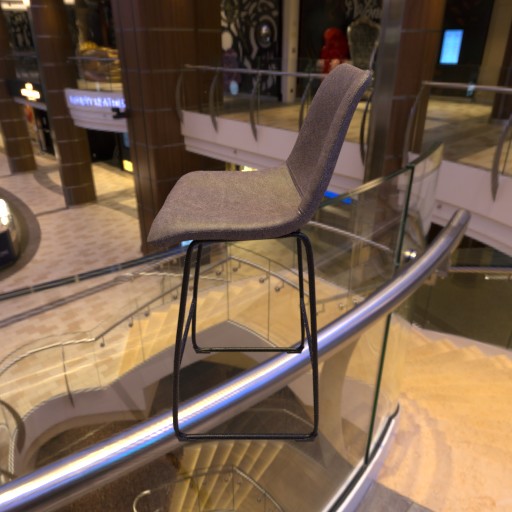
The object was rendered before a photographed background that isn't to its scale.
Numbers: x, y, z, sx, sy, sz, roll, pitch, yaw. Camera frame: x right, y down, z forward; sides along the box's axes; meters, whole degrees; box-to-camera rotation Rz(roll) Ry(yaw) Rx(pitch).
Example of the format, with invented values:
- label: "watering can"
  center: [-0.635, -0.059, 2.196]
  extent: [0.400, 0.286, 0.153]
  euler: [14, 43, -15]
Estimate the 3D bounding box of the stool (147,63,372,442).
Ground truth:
- label: "stool"
  center: [0.000, 0.000, 1.371]
  extent: [0.561, 1.082, 0.514]
  euler: [0, 26, 0]
